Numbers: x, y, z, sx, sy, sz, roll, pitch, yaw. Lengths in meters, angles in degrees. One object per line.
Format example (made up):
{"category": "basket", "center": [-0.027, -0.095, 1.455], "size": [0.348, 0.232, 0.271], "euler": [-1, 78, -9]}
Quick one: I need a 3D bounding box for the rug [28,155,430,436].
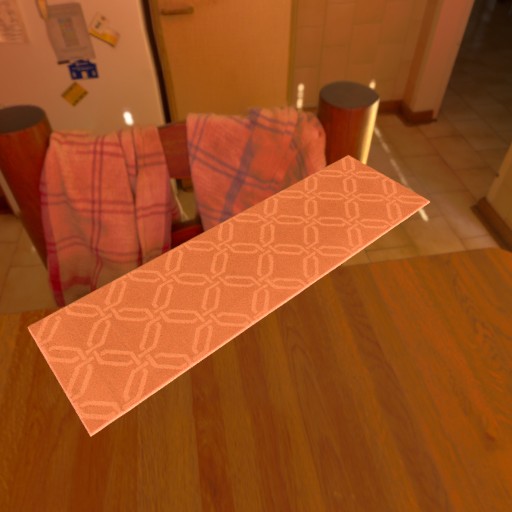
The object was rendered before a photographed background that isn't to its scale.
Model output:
{"category": "rug", "center": [0.000, 0.000, 2.440], "size": [2.276, 0.014, 0.678], "euler": [-31, 53, -27]}
